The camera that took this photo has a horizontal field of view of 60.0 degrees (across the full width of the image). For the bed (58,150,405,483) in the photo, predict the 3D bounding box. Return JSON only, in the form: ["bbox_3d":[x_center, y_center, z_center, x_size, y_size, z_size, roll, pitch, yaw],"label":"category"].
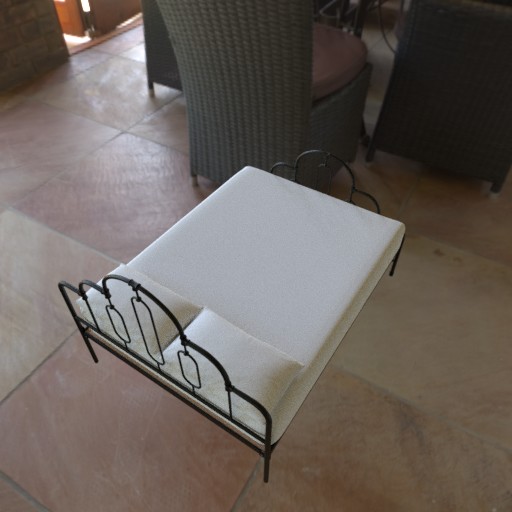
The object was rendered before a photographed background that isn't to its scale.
[{"bbox_3d":[0.000,0.000,3.292,1.626,1.444,2.181,25,51,23],"label":"bed"}]
